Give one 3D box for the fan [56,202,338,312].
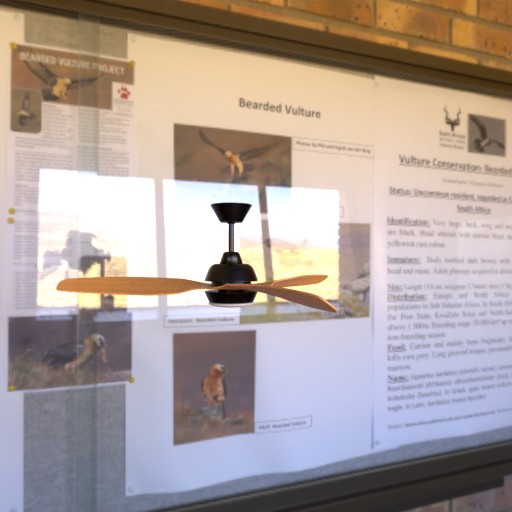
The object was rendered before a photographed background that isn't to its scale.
[{"bbox_3d":[0.000,0.000,1.671,1.142,0.355,1.010,0,0,37],"label":"fan"}]
